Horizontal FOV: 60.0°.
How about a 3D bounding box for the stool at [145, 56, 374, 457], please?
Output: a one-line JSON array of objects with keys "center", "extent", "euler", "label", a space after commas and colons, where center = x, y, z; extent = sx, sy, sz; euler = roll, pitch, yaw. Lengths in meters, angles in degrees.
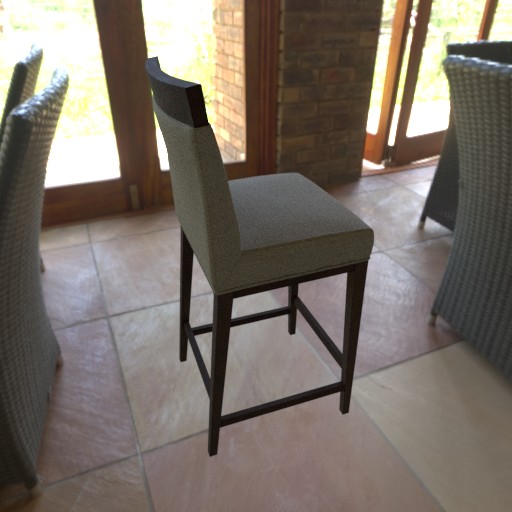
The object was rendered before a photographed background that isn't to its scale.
[{"center": [0.000, 0.000, 1.391], "extent": [0.531, 1.117, 0.511], "euler": [-10, 32, -17], "label": "stool"}]
